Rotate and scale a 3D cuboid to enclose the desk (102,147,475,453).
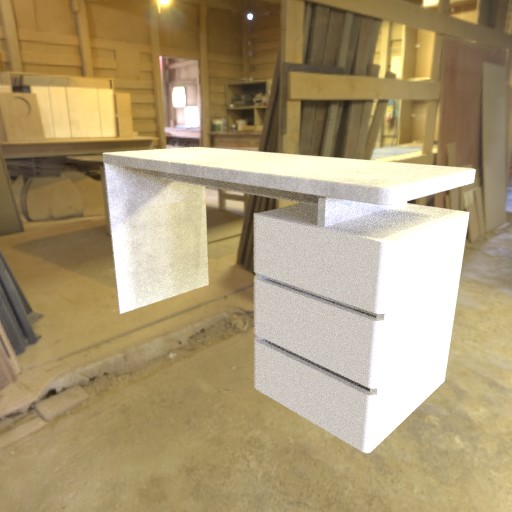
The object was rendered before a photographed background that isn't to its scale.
[{"bbox_3d":[0.000,0.000,1.763,1.400,0.755,0.550,17,24,42],"label":"desk"}]
